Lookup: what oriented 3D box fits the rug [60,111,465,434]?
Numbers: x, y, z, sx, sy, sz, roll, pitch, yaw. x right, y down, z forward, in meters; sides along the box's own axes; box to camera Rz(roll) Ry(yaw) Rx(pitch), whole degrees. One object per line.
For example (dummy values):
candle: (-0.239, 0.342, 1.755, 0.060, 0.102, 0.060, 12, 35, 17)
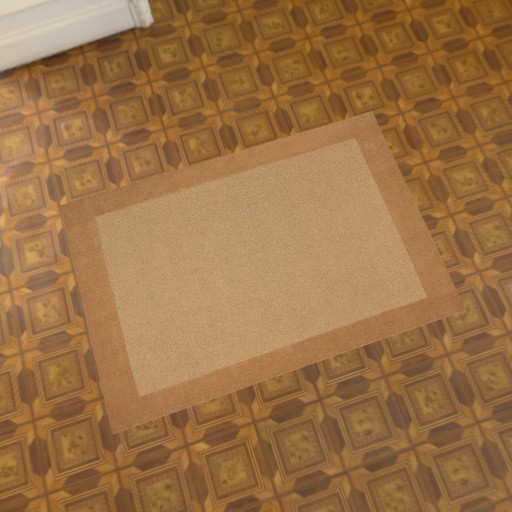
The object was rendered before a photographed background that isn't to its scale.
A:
rug: (0.000, 0.000, 2.320, 1.829, 0.014, 1.219, -18, 75, -5)
